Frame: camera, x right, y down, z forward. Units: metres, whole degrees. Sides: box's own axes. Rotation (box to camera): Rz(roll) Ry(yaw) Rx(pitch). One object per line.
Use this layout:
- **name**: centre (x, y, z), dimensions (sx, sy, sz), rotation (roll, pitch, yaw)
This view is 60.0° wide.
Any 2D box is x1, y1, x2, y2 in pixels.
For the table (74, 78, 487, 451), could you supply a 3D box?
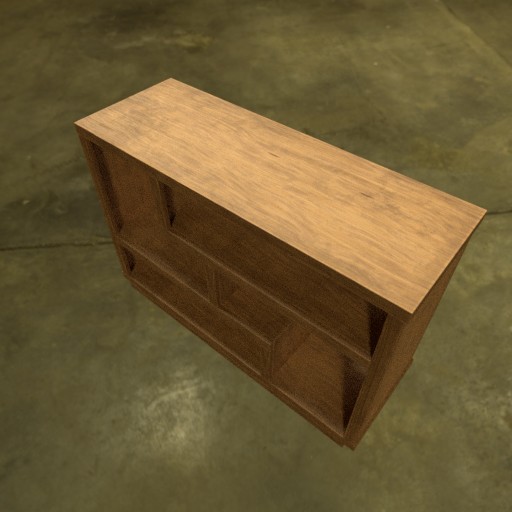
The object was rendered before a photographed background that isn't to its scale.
- **table**: centre (0.000, 0.000, 1.522), dimensions (1.151, 0.771, 0.410), rotation (31, 54, 26)
